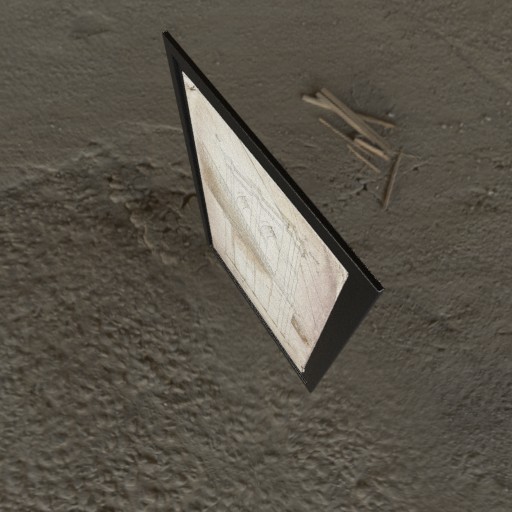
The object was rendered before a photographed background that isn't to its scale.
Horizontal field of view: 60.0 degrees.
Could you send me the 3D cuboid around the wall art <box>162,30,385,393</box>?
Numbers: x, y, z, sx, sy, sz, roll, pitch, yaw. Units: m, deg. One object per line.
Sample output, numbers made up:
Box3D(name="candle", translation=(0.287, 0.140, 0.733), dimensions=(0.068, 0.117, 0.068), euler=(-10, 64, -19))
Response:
Box3D(name="wall art", translation=(0.000, 0.000, 1.247), dimensions=(0.013, 0.967, 0.707), euler=(-31, 68, -14))
